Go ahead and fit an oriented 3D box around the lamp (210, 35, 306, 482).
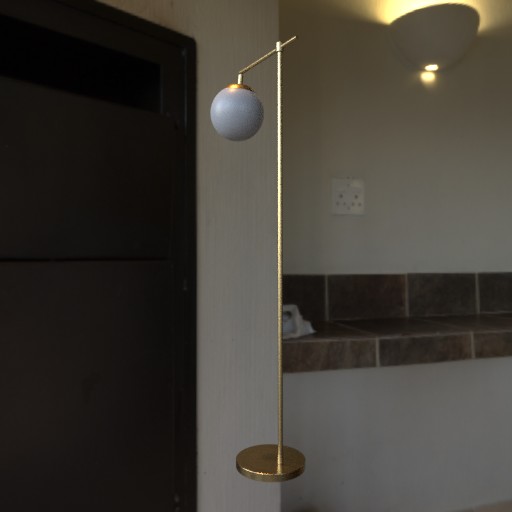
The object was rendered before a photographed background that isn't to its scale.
[{"bbox_3d":[0.000,0.000,1.677,0.249,1.505,0.476,1,-2,-36],"label":"lamp"}]
